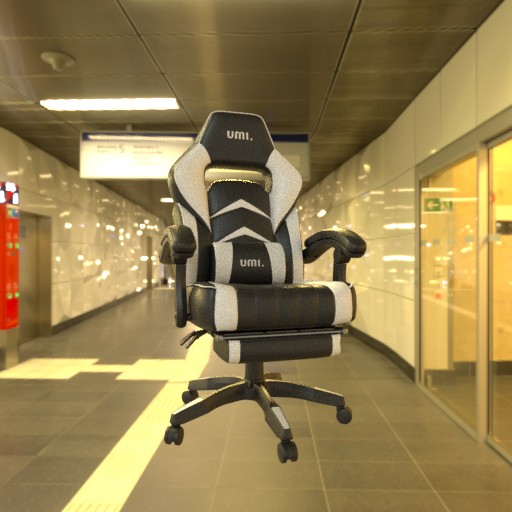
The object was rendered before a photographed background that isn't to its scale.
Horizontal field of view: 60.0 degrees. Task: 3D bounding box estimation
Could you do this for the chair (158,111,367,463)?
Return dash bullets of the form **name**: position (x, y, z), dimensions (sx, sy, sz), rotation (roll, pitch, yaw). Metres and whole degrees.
- **chair**: position (0.000, 0.000, 1.602), dimensions (0.676, 1.200, 0.700), rotation (0, 0, -17)
